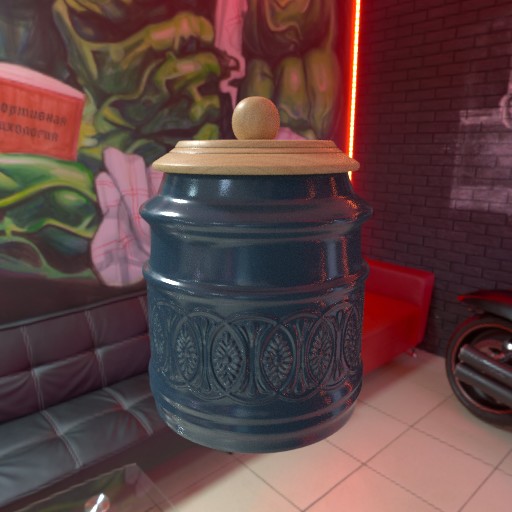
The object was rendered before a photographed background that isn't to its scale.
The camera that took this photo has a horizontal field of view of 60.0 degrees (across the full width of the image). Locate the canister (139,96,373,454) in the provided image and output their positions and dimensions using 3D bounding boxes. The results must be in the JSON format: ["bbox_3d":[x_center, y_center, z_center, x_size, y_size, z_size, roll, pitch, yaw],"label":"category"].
[{"bbox_3d":[0.000,0.000,0.260,0.130,0.176,0.130,0,14,0],"label":"canister"}]
